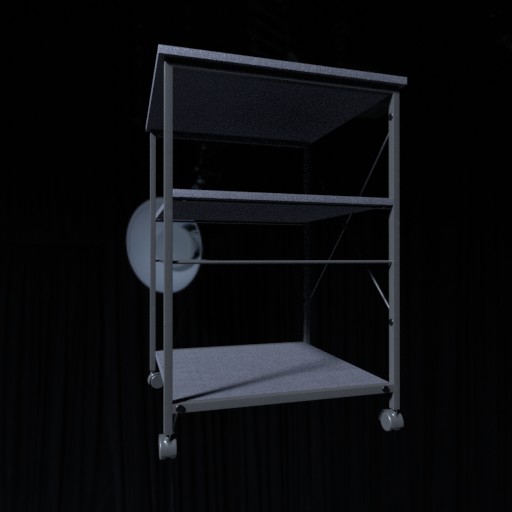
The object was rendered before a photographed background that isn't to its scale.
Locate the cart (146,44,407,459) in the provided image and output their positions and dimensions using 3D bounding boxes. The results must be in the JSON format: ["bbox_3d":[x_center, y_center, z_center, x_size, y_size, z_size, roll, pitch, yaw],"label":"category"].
[{"bbox_3d":[0.000,0.000,1.122,0.520,0.762,0.521,0,0,-16],"label":"cart"}]
